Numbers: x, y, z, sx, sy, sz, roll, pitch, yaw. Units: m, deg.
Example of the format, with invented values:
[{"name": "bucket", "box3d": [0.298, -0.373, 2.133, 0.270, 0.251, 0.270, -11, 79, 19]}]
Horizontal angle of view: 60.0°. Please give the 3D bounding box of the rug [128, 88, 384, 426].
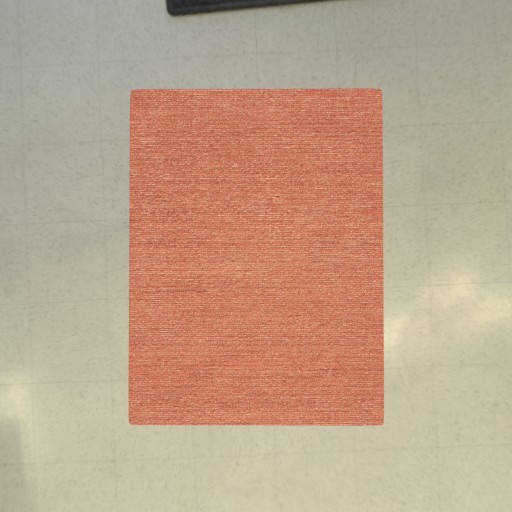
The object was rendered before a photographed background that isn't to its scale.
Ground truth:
[{"name": "rug", "box3d": [0.000, 0.000, 2.780, 1.594, 0.009, 2.112, 0, 89, 0]}]
